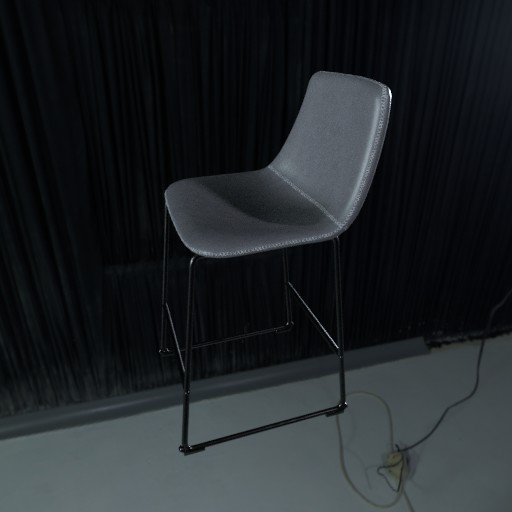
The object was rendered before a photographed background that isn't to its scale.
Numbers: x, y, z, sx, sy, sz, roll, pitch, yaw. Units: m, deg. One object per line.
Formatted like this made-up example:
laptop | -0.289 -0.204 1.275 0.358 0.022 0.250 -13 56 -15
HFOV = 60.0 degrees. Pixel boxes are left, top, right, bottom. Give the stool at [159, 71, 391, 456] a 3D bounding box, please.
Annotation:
stool | 0.000 0.000 1.181 0.546 0.876 0.470 -9 29 -16
